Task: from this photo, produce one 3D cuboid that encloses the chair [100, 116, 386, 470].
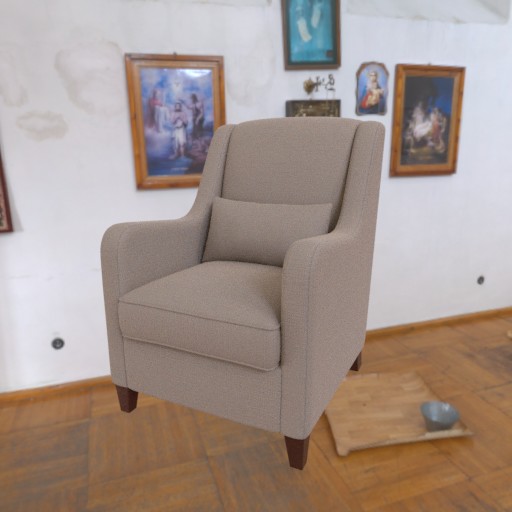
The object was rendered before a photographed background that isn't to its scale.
[{"bbox_3d":[0.000,0.000,1.624,0.715,1.017,0.896,7,15,25],"label":"chair"}]
